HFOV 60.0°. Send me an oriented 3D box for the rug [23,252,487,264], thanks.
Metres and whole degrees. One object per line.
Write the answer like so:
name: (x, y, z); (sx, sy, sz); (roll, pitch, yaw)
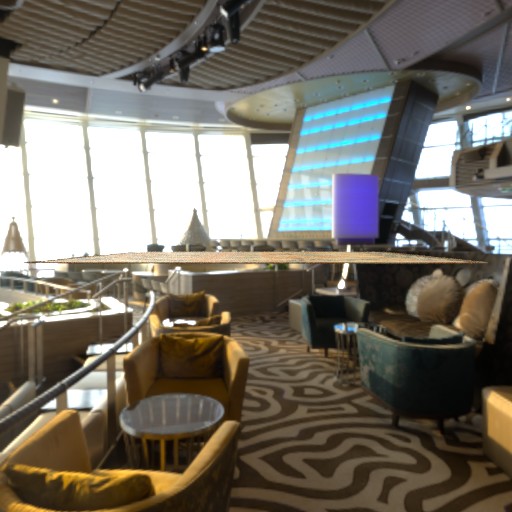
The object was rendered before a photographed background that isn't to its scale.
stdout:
rug: (0.000, 0.000, 4.112); (3.048, 0.010, 2.439); (0, 2, 1)
